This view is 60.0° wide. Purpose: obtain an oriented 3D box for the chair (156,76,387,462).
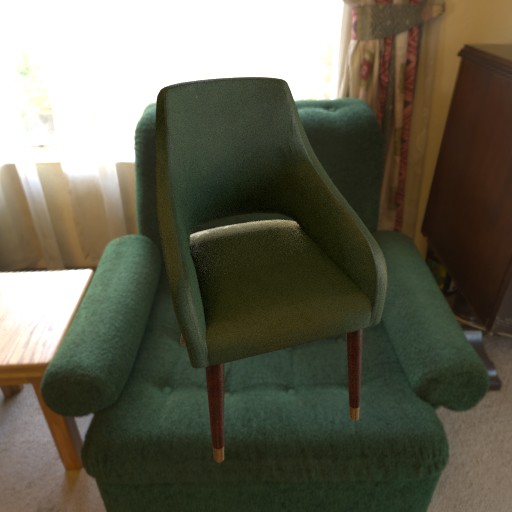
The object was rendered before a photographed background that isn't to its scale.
[{"bbox_3d":[0.000,0.000,1.605,0.683,1.081,0.794,-10,34,-16],"label":"chair"}]
